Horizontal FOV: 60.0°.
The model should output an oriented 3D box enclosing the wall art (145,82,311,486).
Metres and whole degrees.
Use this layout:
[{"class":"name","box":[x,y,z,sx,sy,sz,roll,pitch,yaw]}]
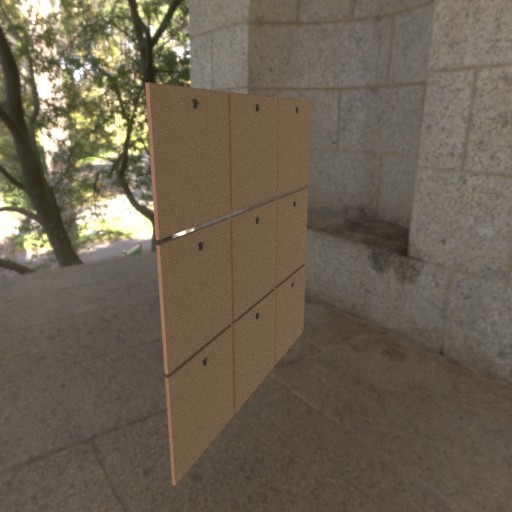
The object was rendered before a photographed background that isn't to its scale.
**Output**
[{"class":"wall art","box":[0.000,0.000,1.783,0.019,1.218,1.221,8,19,24]}]
